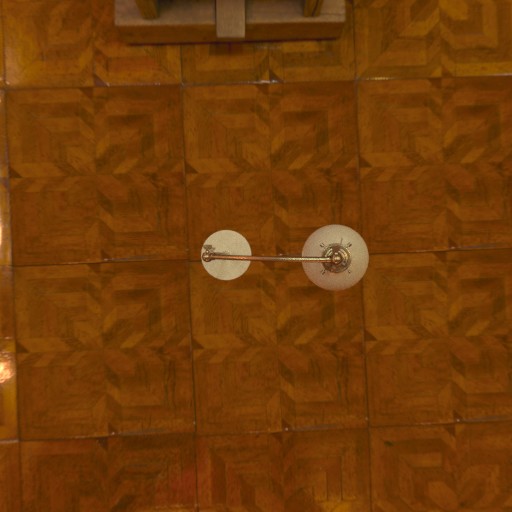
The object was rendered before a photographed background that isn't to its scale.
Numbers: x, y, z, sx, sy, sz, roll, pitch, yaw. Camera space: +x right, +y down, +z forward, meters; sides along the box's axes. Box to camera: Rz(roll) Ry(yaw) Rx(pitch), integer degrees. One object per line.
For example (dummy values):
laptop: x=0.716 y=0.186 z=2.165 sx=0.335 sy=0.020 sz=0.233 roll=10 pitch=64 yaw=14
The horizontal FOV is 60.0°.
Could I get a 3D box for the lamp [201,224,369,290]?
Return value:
lamp: x=0.000 y=0.000 z=1.784 sx=0.599 sy=1.586 sz=0.288 roll=0 pitch=90 yaw=-1
